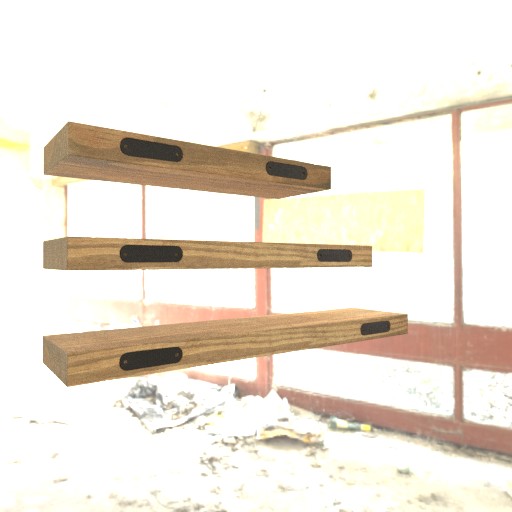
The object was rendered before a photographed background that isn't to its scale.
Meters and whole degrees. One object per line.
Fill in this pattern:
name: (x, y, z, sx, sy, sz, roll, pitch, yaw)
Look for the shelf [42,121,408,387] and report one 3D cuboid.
shelf: (0.000, 0.000, 0.720, 0.610, 0.293, 0.140, 0, -1, -36)
